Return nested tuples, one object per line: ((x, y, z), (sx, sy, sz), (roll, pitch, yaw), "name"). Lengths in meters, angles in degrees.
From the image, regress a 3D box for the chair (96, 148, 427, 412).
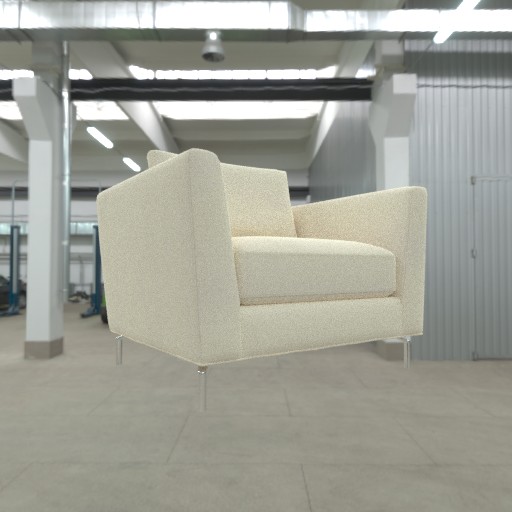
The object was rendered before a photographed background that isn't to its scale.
((0.000, 0.000, 1.774), (1.041, 0.865, 0.889), (1, -2, -35), "chair")
